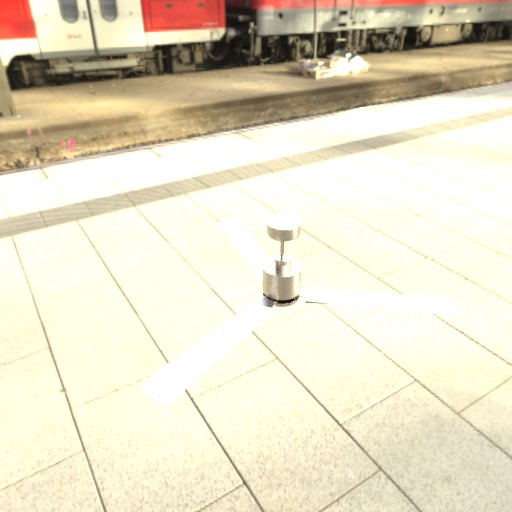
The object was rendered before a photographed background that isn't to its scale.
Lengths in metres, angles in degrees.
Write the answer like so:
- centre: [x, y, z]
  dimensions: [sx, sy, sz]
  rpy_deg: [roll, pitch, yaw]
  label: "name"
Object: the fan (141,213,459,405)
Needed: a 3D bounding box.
- centre: [0.000, 0.000, 2.293]
  dimensions: [1.561, 0.446, 1.531]
  rpy_deg: [-20, 37, -29]
  label: "fan"
